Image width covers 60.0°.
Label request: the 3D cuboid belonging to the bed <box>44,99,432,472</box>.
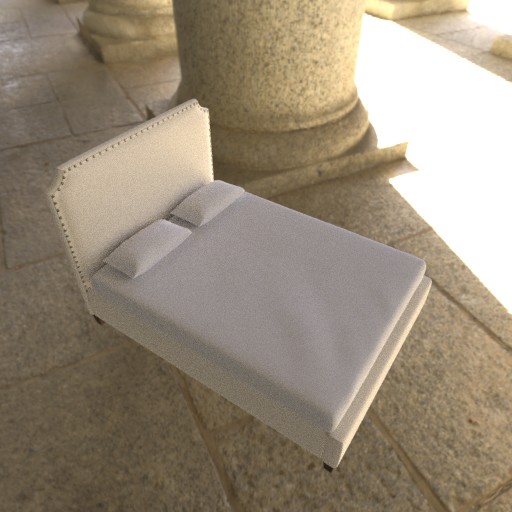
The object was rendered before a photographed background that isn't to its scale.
[{"bbox_3d":[0.000,0.000,3.421,2.372,1.497,1.712,24,47,25],"label":"bed"}]
